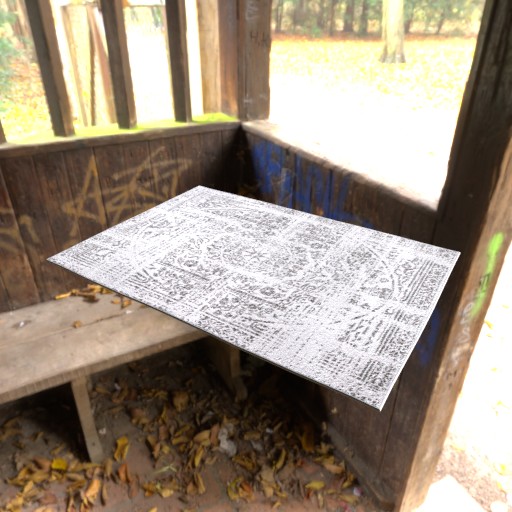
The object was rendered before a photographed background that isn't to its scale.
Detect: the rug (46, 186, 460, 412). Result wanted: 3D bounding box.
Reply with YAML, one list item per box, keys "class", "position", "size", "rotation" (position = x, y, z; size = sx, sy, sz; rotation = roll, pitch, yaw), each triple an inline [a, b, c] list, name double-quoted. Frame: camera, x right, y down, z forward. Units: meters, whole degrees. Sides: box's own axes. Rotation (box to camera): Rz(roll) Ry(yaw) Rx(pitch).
- class: "rug"
  position: [0.000, 0.000, 3.157]
  size: [2.438, 0.026, 1.706]
  rotation: [18, 35, 28]
